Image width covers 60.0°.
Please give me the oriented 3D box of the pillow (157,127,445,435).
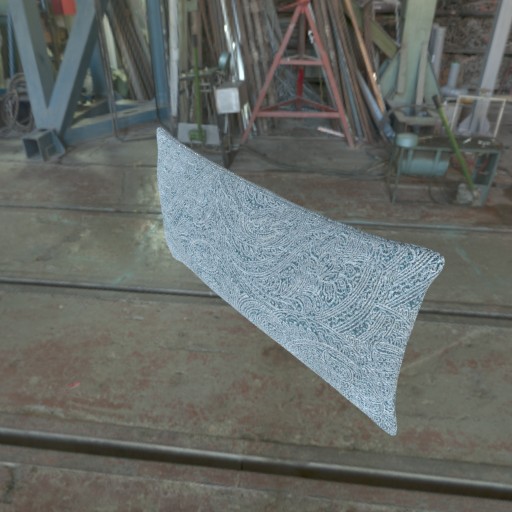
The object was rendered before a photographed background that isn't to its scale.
[{"bbox_3d":[0.000,0.000,0.733,0.151,0.295,0.615,-23,38,-32],"label":"pillow"}]
